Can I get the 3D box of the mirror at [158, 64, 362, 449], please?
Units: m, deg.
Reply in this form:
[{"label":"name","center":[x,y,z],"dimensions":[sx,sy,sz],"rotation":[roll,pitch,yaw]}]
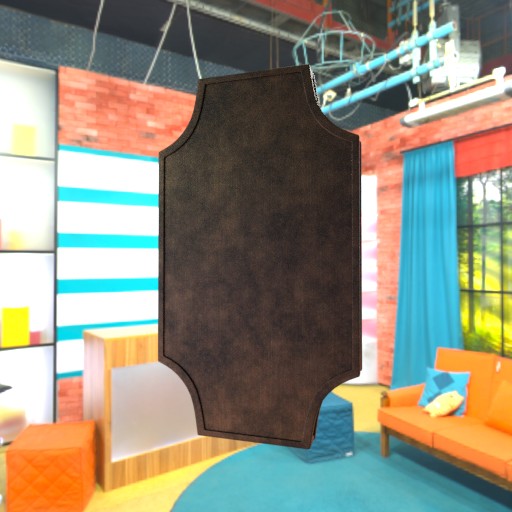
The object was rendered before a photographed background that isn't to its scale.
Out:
[{"label":"mirror","center":[0.000,0.000,1.001],"dimensions":[0.462,0.811,0.066],"rotation":[0,-1,18]}]
